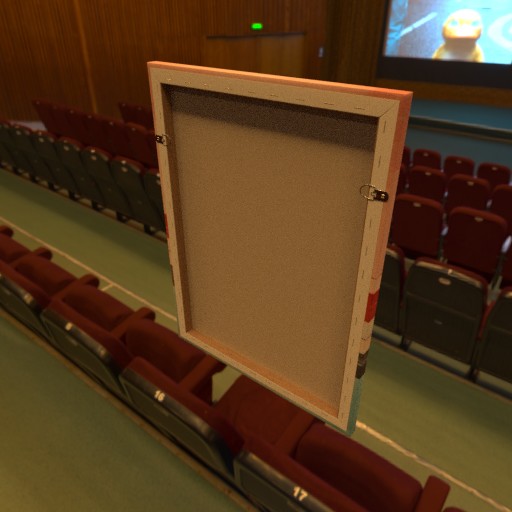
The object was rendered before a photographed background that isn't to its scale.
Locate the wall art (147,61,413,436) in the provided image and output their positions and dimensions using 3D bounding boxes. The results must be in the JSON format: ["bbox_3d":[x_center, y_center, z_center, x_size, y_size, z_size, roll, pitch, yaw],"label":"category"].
[{"bbox_3d":[0.000,0.000,1.327,0.761,1.016,0.039,22,37,32],"label":"wall art"}]
